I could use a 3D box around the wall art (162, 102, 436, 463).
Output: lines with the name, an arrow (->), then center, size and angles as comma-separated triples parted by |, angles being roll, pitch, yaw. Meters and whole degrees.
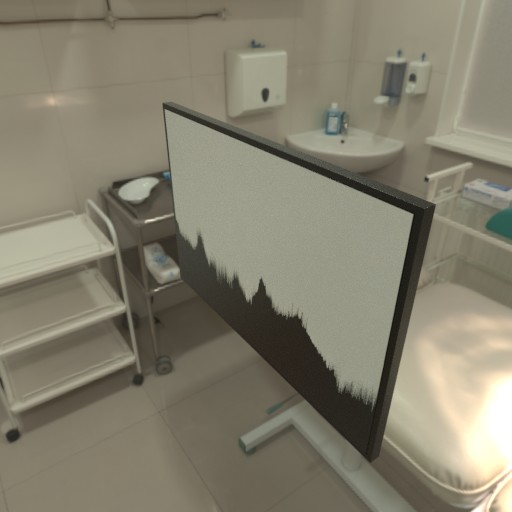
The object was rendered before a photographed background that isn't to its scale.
wall art -> 0.000, 0.000, 0.831 | 0.022, 0.446, 0.659 | -20, 36, -30
